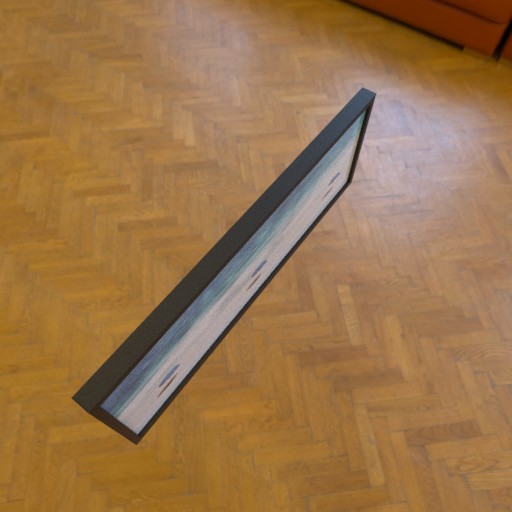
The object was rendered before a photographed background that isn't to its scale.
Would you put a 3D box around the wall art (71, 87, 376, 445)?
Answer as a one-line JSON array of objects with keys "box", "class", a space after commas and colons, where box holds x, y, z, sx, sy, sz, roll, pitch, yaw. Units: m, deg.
[{"box": [0.000, 0.000, 0.952, 0.037, 0.303, 0.860, 32, 64, 18], "class": "wall art"}]
